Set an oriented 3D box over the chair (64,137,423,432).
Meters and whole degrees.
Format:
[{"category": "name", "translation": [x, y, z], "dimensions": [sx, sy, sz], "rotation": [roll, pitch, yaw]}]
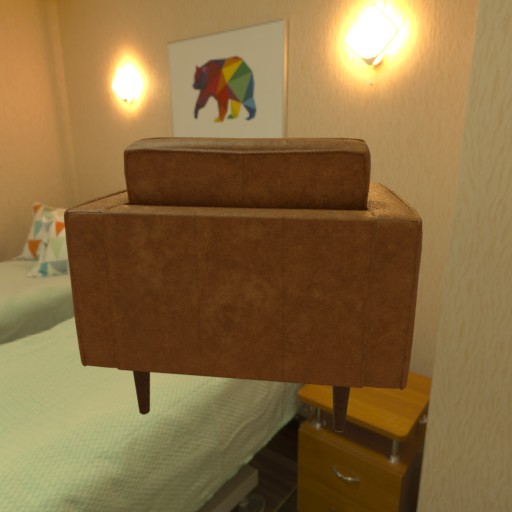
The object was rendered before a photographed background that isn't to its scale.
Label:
[{"category": "chair", "translation": [0.000, 0.000, 1.474], "dimensions": [0.928, 0.767, 0.798], "rotation": [2, 16, 8]}]
